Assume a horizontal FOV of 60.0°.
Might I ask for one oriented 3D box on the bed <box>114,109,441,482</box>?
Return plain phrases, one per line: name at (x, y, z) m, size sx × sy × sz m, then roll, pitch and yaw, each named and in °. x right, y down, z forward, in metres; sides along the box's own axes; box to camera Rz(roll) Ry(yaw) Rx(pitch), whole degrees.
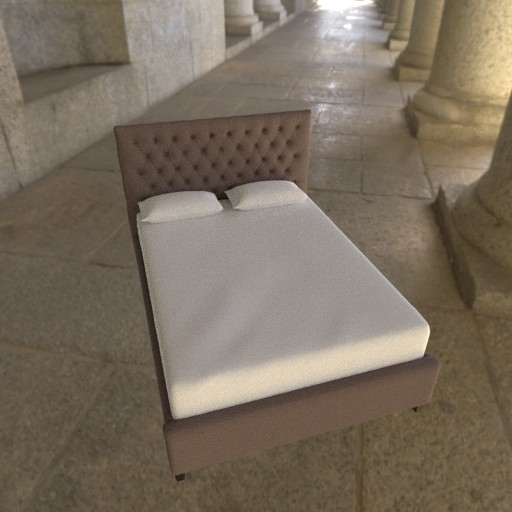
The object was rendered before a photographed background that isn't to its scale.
bed at (0.000, 0.000, 3.219) m, size 1.696 × 1.426 × 2.233 m, roll -10°, pitch 34°, yaw -14°
